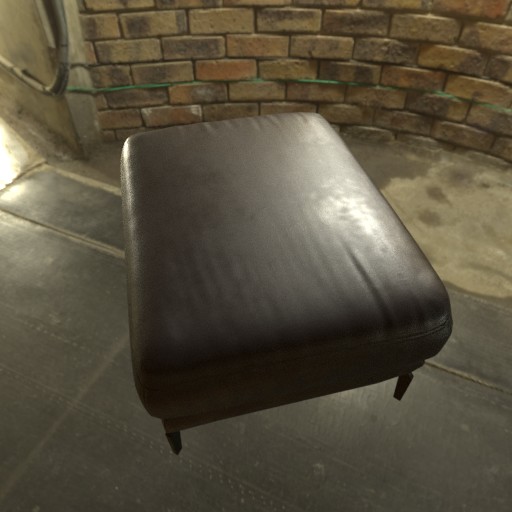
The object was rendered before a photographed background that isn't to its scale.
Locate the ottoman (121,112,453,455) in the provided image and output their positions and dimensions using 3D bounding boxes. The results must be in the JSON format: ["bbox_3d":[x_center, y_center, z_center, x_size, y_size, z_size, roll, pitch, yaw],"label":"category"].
[{"bbox_3d":[0.000,0.000,1.060,0.570,0.402,0.764,-10,46,-10],"label":"ottoman"}]
